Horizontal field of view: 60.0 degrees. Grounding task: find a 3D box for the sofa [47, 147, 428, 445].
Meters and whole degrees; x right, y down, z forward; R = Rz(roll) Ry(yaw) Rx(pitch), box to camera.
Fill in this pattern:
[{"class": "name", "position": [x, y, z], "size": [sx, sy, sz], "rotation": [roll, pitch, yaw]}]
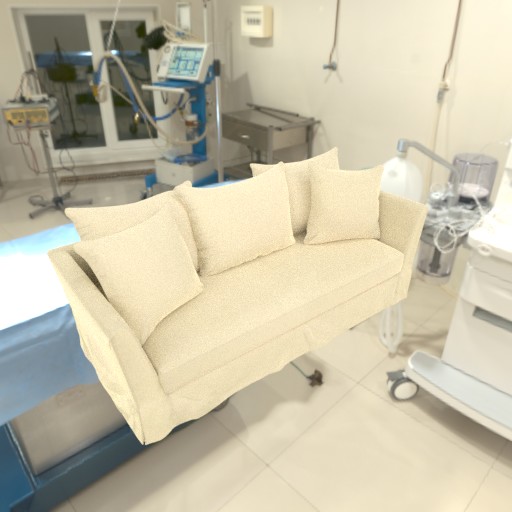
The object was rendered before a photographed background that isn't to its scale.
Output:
[{"class": "sofa", "position": [0.000, 0.000, 2.909], "size": [2.290, 1.034, 1.031], "rotation": [-21, 35, -32]}]
